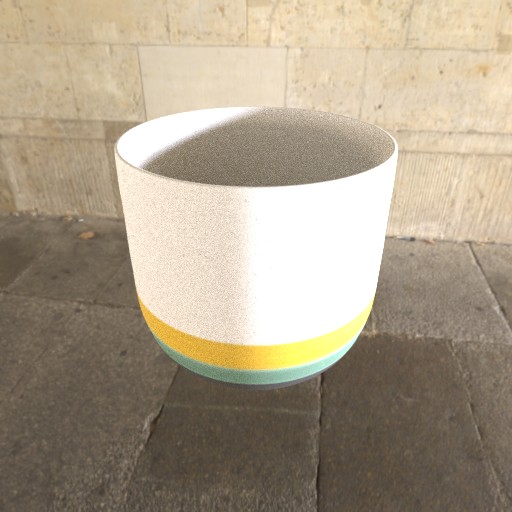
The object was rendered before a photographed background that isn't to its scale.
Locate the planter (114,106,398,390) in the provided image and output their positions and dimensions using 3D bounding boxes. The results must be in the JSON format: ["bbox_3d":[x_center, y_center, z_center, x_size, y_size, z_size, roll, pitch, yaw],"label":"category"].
[{"bbox_3d":[0.000,0.000,0.499,0.268,0.270,0.268,0,31,0],"label":"planter"}]
